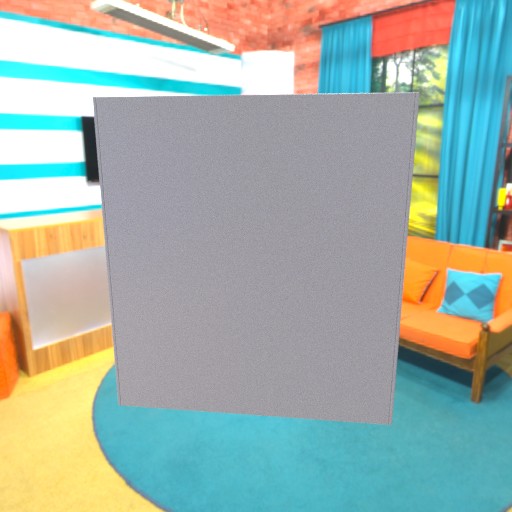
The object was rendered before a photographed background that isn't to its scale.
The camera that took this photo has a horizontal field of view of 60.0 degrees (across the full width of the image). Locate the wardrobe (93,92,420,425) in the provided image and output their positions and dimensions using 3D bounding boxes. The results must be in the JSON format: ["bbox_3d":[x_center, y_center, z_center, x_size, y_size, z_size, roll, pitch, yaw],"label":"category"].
[{"bbox_3d":[0.000,0.000,2.929,1.780,1.960,0.629,2,14,7],"label":"wardrobe"}]
